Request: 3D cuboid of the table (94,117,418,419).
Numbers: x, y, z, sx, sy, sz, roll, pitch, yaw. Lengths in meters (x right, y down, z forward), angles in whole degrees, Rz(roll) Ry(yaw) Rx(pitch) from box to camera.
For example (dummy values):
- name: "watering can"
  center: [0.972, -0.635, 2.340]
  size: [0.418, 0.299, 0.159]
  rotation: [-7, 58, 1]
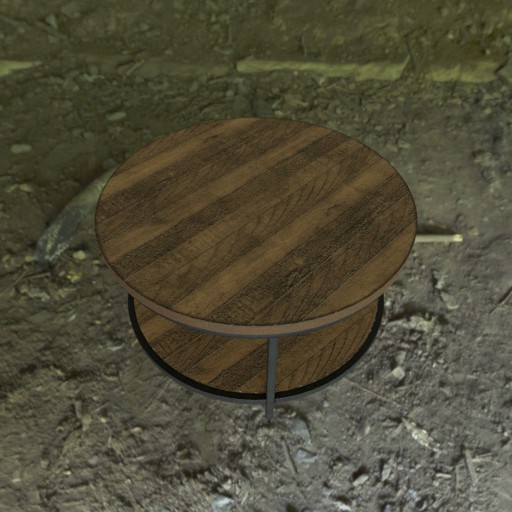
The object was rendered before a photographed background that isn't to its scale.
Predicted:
- name: "table"
  center: [0.000, 0.000, 1.350]
  size: [0.837, 0.462, 0.837]
  rotation: [0, 46, 0]
